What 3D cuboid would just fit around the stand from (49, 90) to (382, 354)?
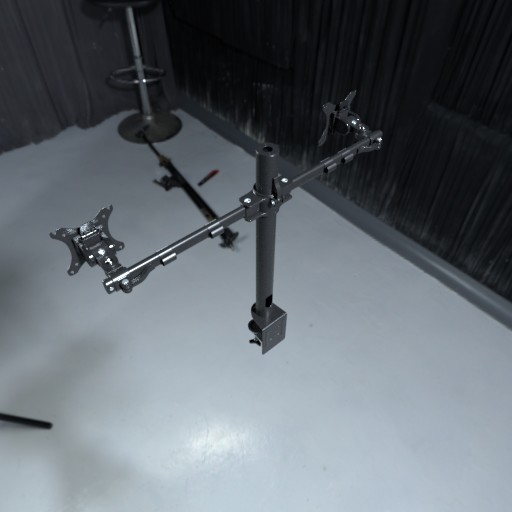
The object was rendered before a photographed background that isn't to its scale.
[{"bbox_3d":[0.000,0.000,1.017,0.743,0.603,0.150,-32,55,-26],"label":"stand"}]
